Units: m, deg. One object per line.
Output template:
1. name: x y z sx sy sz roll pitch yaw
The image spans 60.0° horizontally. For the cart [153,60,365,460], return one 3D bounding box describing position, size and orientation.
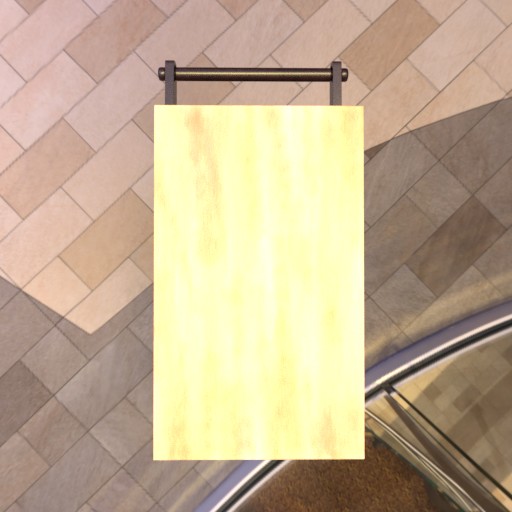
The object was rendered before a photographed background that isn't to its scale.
1. cart: 0.000 0.000 1.427 0.472 0.878 0.914 0 89 -1
